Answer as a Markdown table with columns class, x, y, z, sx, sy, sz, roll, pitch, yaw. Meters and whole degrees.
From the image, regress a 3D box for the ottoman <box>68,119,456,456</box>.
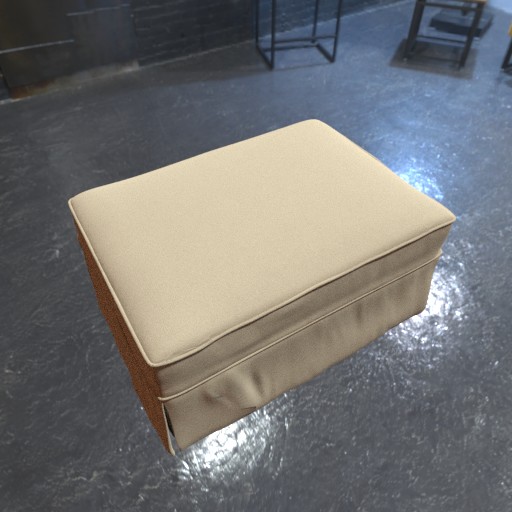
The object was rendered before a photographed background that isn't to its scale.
| class | x | y | z | sx | sy | sz | roll | pitch | yaw |
| --- | --- | --- | --- | --- | --- | --- | --- | --- | --- |
| ottoman | 0.000 | 0.000 | 1.374 | 0.959 | 0.482 | 0.721 | -24 | 51 | -21 |
